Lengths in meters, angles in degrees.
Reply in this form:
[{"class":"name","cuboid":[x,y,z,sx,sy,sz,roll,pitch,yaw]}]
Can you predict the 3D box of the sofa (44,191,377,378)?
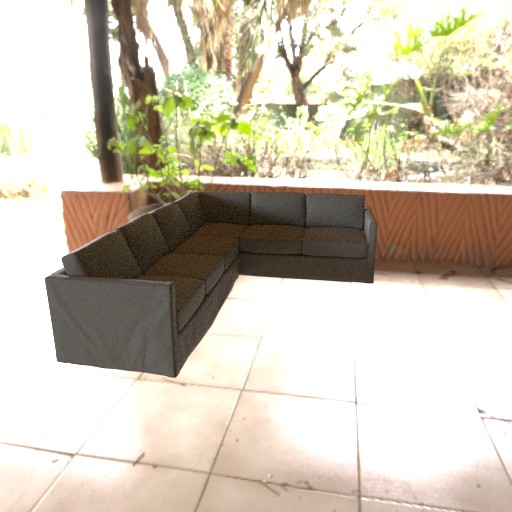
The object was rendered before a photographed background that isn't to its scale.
[{"class":"sofa","cuboid":[0.000,0.000,4.410,2.432,0.871,3.182,3,17,9]}]
